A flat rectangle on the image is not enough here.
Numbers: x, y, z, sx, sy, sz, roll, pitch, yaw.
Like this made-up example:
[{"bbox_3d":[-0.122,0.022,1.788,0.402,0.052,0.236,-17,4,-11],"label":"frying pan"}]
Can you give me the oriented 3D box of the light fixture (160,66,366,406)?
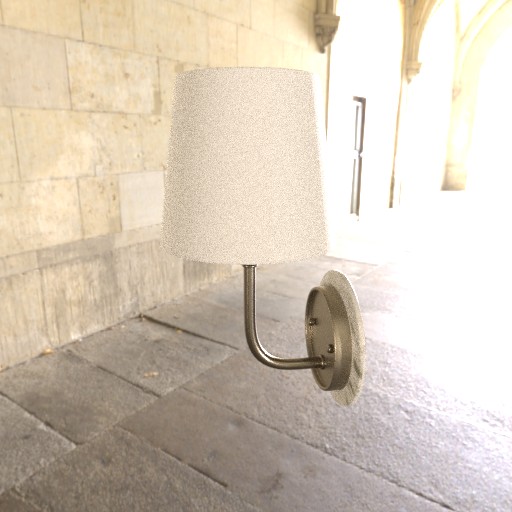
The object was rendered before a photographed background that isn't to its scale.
[{"bbox_3d":[0.000,0.000,0.448,0.188,0.337,0.168,-2,15,-9],"label":"light fixture"}]
